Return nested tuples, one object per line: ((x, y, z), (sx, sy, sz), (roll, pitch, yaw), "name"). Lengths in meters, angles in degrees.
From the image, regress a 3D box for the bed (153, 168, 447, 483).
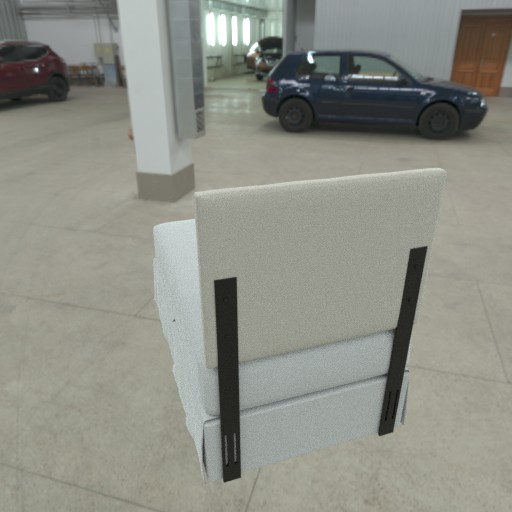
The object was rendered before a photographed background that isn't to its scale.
((0.000, 0.000, 2.967), (1.261, 1.571, 1.997), (-8, 27, -17), "bed")
